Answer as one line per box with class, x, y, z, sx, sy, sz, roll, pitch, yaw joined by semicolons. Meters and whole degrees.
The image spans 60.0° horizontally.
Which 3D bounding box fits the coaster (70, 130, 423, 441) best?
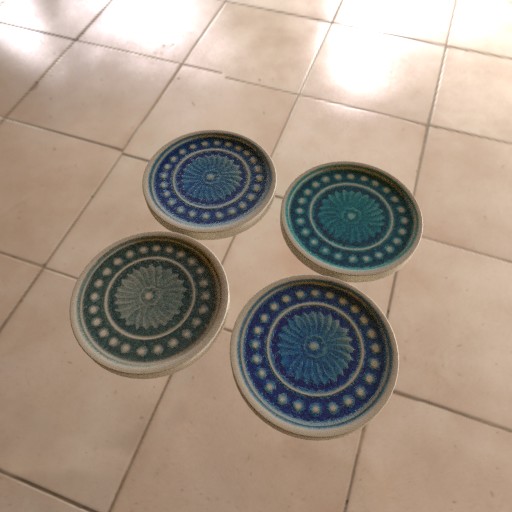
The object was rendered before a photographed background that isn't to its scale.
coaster;0.000;0.000;0.325;0.224;0.010;0.220;16;61;9
